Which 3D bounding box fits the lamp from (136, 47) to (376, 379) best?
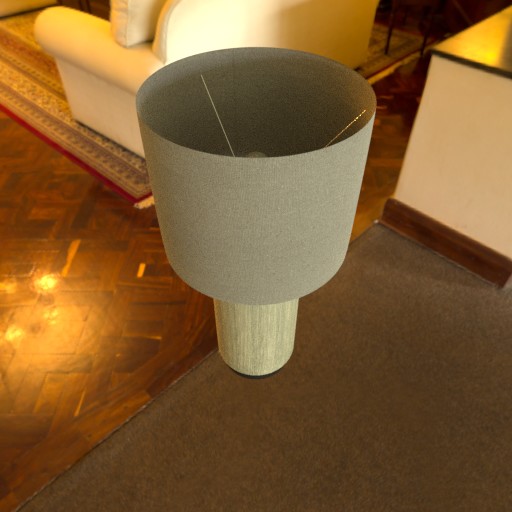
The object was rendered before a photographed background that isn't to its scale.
[{"bbox_3d":[0.000,0.000,0.580,0.228,0.444,0.228,-3,45,-3],"label":"lamp"}]
